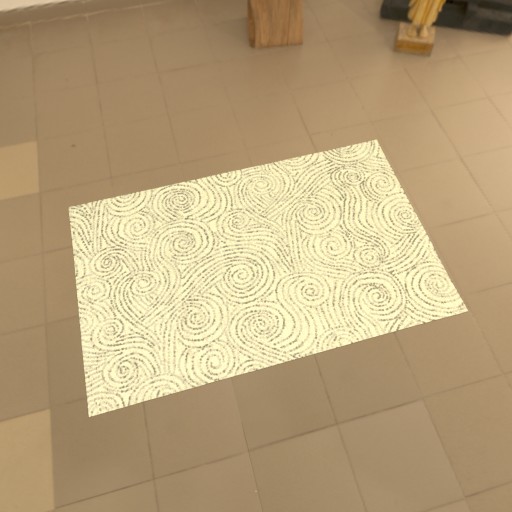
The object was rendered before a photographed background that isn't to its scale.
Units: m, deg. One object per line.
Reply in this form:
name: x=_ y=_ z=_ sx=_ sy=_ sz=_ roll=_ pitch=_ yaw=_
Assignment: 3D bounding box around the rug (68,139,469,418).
rug: x=0.000 y=0.000 z=3.062 sx=2.439 sy=0.005 sz=1.524 roll=-14 pitch=63 yaw=-7
